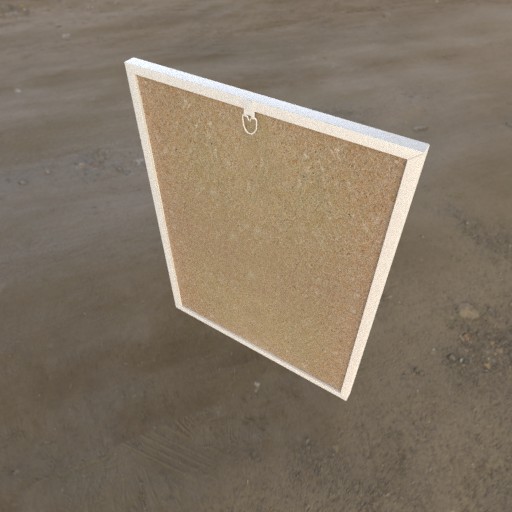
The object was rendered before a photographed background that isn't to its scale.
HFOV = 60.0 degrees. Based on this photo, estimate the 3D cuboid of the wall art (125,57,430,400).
[{"bbox_3d":[0.000,0.000,1.409,0.805,1.056,0.042,25,51,22],"label":"wall art"}]
